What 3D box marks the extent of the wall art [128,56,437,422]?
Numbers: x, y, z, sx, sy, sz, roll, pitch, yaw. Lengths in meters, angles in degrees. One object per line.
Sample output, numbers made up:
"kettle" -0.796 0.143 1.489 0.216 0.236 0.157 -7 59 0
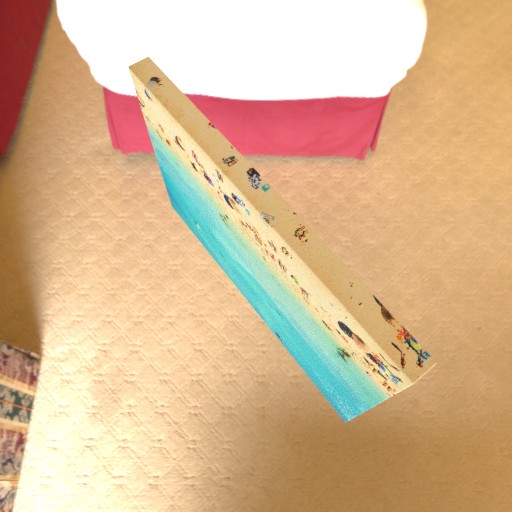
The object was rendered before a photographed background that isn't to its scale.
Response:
"wall art" 0.000 0.000 0.772 0.039 0.406 0.609 -34 69 -16
